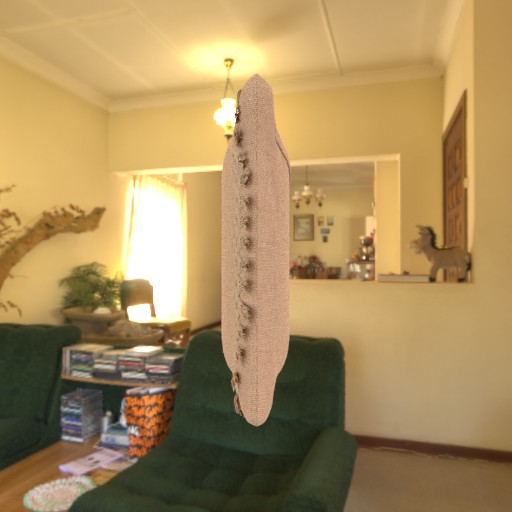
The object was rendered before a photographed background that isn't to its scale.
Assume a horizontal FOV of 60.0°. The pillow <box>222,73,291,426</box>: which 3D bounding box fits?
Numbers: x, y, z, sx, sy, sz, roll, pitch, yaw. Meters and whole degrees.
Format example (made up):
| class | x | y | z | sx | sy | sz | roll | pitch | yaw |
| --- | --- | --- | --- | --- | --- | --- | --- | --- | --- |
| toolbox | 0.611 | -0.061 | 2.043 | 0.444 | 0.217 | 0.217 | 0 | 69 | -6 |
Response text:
| class | x | y | z | sx | sy | sz | roll | pitch | yaw |
| --- | --- | --- | --- | --- | --- | --- | --- | --- | --- |
| pillow | 0.000 | 0.000 | 0.596 | 0.084 | 0.305 | 0.466 | 0 | -1 | 0 |
